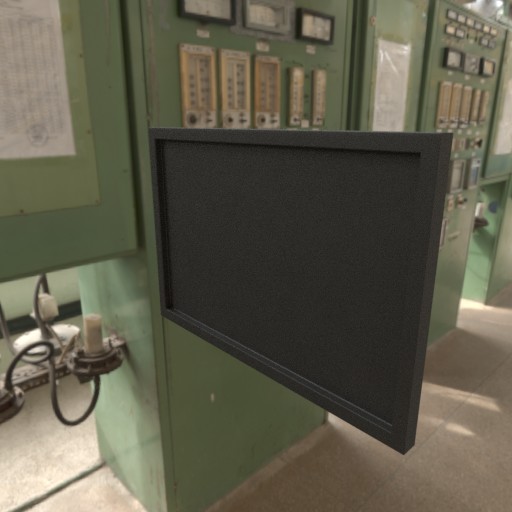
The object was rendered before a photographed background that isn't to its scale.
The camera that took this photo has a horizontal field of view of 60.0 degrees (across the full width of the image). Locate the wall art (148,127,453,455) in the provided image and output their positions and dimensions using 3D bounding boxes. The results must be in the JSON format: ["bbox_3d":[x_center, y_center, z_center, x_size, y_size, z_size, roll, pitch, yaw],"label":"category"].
[{"bbox_3d":[0.000,0.000,0.548,0.021,0.301,0.443,-15,23,-41],"label":"wall art"}]
